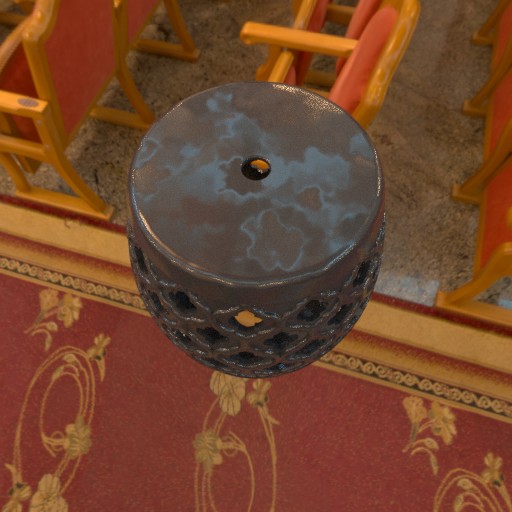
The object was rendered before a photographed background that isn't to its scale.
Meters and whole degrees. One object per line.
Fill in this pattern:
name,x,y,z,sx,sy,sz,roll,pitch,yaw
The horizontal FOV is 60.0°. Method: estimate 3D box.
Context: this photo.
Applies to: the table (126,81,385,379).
table,0.000,0.000,0.619,0.325,0.388,0.325,0,63,0
